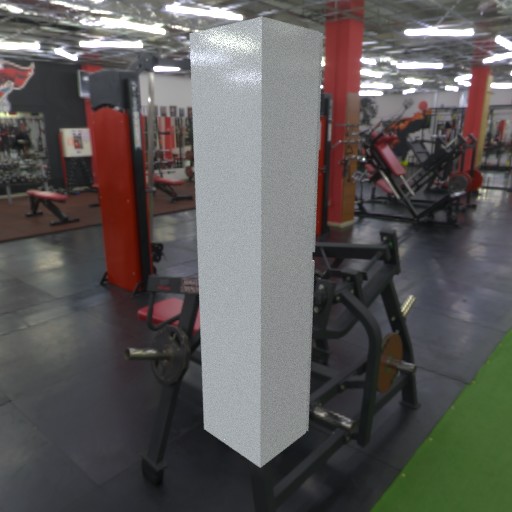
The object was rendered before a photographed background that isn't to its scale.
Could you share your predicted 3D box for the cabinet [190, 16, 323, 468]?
[{"bbox_3d":[0.000,0.000,1.529,0.300,1.400,0.270,14,21,42],"label":"cabinet"}]
